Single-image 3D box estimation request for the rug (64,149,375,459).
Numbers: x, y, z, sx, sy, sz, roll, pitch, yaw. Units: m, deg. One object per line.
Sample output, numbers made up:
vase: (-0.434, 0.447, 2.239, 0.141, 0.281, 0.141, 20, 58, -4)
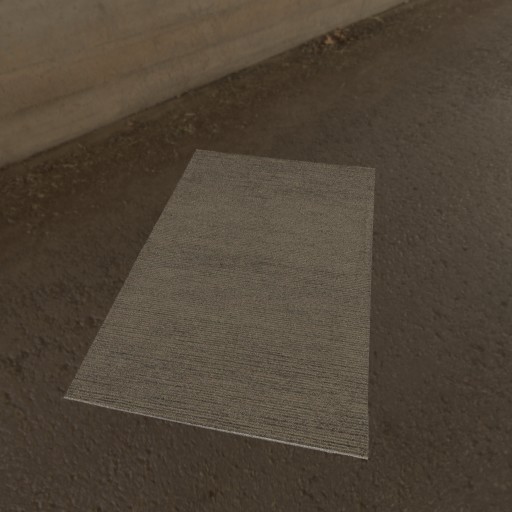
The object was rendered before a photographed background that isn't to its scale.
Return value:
rug: (0.000, 0.000, 2.212, 1.149, 0.021, 1.773, 8, 46, 8)
